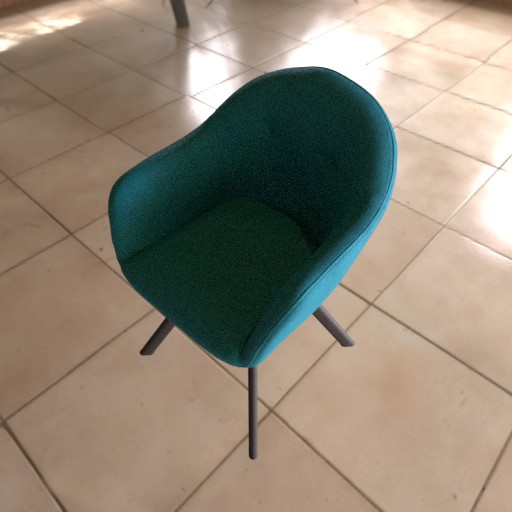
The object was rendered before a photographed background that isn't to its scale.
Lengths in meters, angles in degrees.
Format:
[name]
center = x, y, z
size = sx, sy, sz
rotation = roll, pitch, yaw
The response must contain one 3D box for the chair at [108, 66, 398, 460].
[chair]
center = 0.000, 0.000, 1.130
size = 0.545, 0.775, 0.565
rotation = 33, 55, 27
